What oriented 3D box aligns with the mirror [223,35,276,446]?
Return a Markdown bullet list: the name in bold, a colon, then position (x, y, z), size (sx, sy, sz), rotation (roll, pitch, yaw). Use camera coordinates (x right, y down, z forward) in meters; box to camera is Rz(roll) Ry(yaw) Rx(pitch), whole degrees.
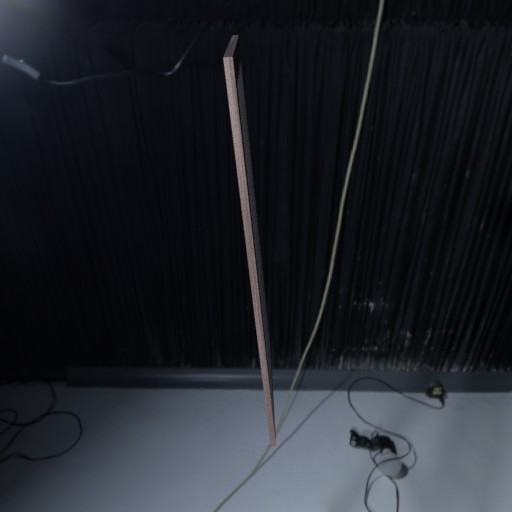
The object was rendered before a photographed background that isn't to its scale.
- **mirror**: position (0.000, 0.000, 2.327), size (0.221, 2.020, 0.812), rotation (0, 31, 0)
